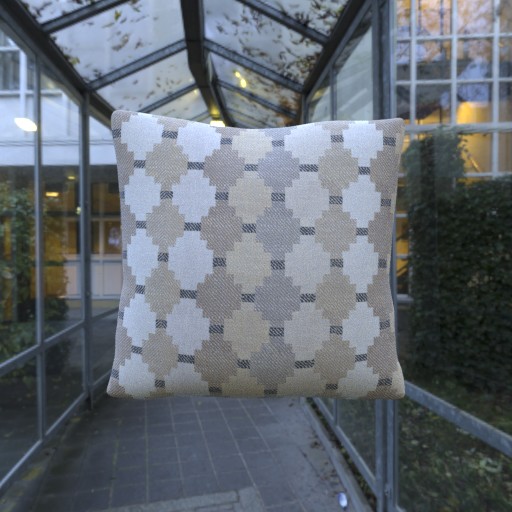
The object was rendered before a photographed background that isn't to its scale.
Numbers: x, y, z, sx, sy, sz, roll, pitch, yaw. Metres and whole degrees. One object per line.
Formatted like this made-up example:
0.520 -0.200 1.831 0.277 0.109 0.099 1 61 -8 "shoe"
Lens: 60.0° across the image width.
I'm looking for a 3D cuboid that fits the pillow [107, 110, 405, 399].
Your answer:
0.000 0.000 0.856 0.578 0.558 0.192 0 1 0 "pillow"
